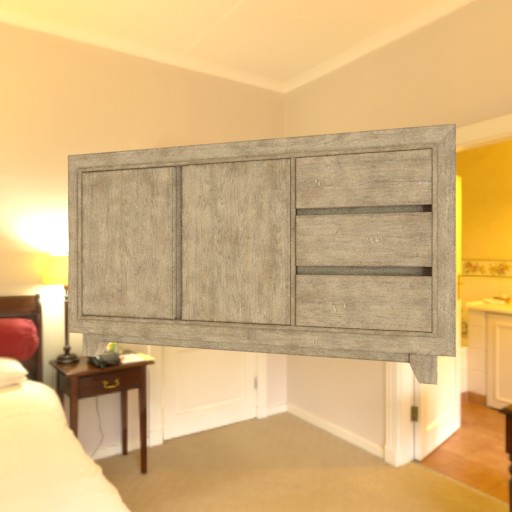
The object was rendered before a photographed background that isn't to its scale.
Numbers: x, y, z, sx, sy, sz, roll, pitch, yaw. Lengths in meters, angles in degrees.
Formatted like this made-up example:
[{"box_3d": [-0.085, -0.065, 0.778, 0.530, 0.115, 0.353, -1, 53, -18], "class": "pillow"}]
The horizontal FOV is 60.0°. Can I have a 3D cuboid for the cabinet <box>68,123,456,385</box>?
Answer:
[{"box_3d": [0.000, 0.000, 1.834, 1.460, 0.825, 0.511, 0, 0, 17], "class": "cabinet"}]
